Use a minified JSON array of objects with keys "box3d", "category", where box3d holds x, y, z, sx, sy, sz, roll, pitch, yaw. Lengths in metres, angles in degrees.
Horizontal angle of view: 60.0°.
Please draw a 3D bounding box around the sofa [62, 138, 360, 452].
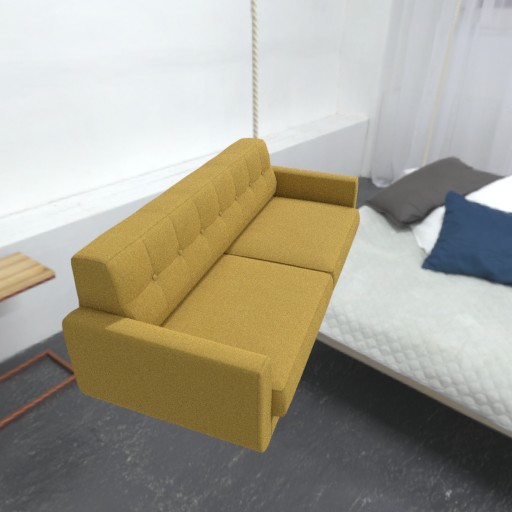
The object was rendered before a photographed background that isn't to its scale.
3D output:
[{"box3d":[0.000,0.000,2.506,0.909,0.841,2.029,11,32,18],"category":"sofa"}]
